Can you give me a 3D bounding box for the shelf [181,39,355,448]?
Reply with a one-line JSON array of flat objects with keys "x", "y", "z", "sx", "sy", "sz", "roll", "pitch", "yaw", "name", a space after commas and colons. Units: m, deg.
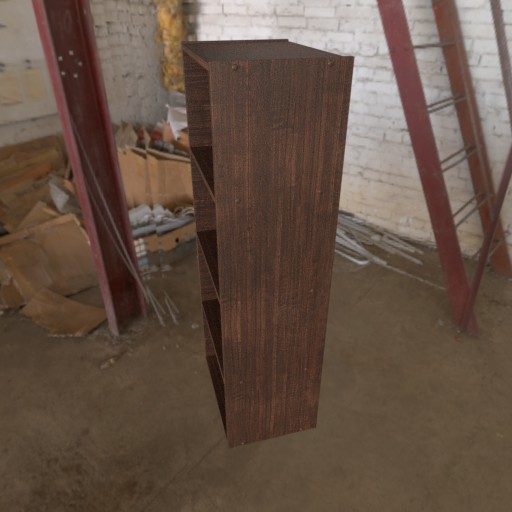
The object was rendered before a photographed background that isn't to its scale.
[{"x": 0.000, "y": 0.000, "z": 1.288, "sx": 0.290, "sy": 1.099, "sz": 0.415, "roll": -8, "pitch": 32, "yaw": -13, "name": "shelf"}]
